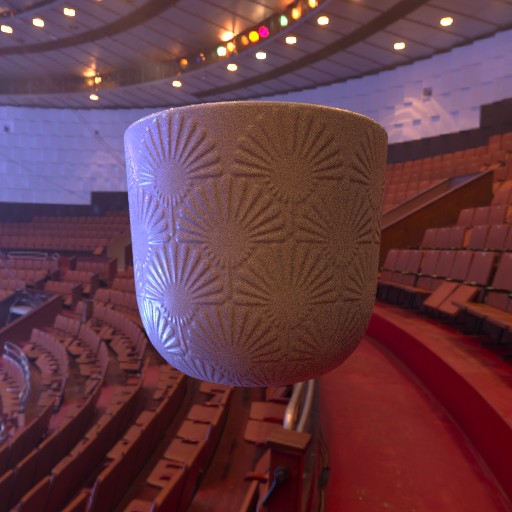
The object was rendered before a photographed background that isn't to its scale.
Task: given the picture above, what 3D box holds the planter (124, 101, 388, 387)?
[{"bbox_3d":[0.000,0.000,0.297,0.170,0.152,0.170,0,1,0],"label":"planter"}]
